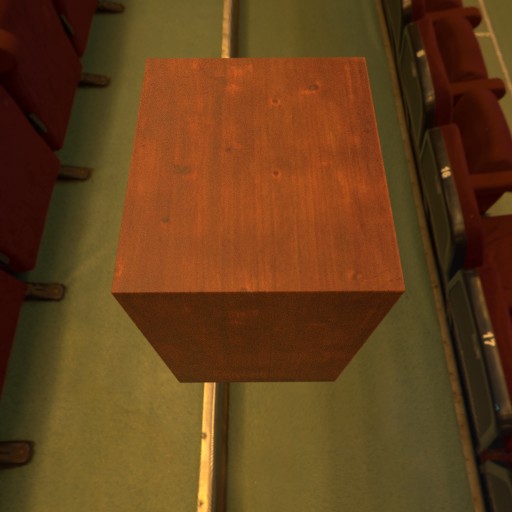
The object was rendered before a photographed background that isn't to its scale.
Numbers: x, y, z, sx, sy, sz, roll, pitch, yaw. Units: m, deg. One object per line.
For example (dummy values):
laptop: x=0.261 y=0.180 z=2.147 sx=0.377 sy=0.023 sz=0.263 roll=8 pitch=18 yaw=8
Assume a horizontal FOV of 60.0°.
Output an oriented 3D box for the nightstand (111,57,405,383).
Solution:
nightstand: x=0.000 y=0.000 z=1.019 sx=0.410 sy=0.695 sz=0.465 roll=0 pitch=63 yaw=0
